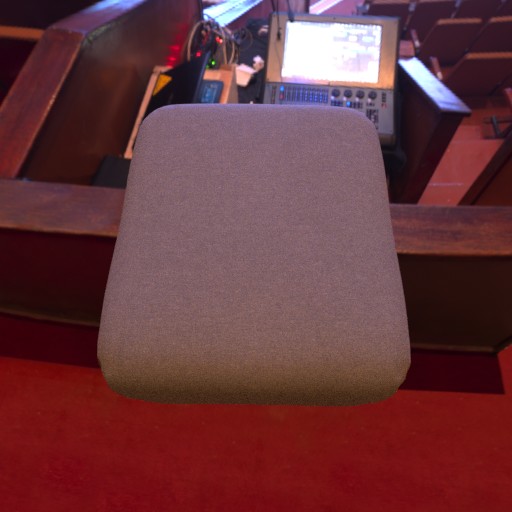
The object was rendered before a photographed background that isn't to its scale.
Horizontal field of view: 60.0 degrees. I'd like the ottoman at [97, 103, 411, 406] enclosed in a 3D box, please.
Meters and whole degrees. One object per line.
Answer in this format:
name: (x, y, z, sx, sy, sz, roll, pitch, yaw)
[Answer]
ottoman: (0.000, 0.000, 1.127, 0.622, 0.450, 0.747, 1, 62, 0)
